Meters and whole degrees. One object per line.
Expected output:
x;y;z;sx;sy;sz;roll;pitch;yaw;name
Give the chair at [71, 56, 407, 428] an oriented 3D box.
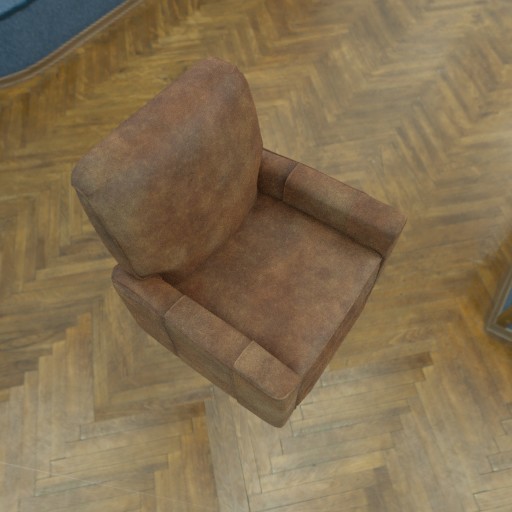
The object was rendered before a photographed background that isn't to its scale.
0.000;0.000;1.662;0.836;1.043;0.843;32;64;17;chair
